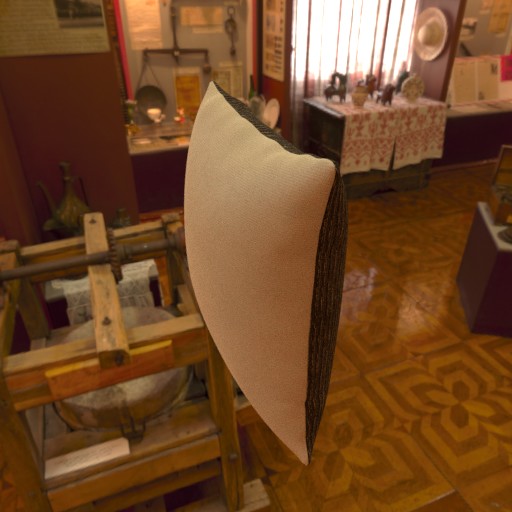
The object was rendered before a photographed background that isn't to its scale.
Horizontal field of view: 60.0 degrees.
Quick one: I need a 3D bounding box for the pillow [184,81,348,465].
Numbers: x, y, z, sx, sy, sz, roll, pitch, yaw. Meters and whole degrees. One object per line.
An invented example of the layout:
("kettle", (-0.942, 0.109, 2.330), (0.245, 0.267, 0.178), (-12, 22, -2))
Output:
("pillow", (0.000, 0.000, 0.670), (0.196, 0.434, 0.433), (-10, 33, -17))
